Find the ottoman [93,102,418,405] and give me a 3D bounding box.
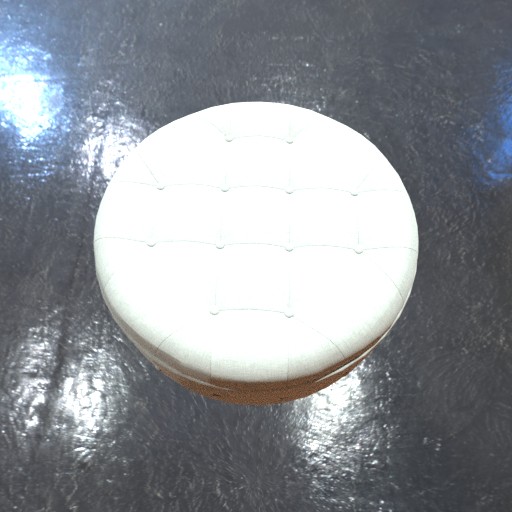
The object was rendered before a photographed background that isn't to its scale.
[{"bbox_3d":[0.000,0.000,1.325,0.850,0.483,0.850,0,63,0],"label":"ottoman"}]
